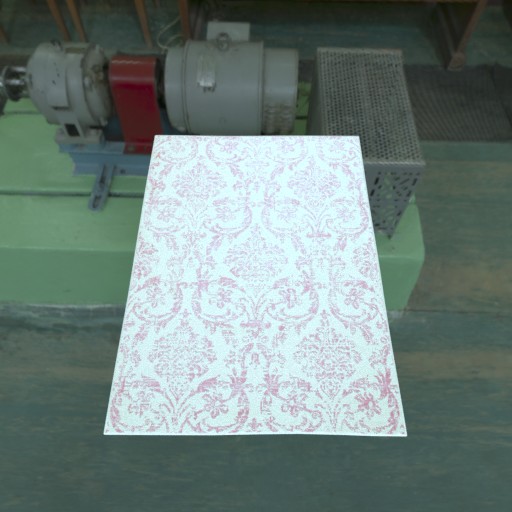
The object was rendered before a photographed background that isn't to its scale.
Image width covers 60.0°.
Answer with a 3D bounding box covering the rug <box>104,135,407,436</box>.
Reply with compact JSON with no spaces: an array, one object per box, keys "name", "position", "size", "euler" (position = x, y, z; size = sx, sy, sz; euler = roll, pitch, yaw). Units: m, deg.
[{"name":"rug","position":[0.000,0.000,2.897],"size":[1.598,0.014,2.202],"euler":[0,59,0]}]
